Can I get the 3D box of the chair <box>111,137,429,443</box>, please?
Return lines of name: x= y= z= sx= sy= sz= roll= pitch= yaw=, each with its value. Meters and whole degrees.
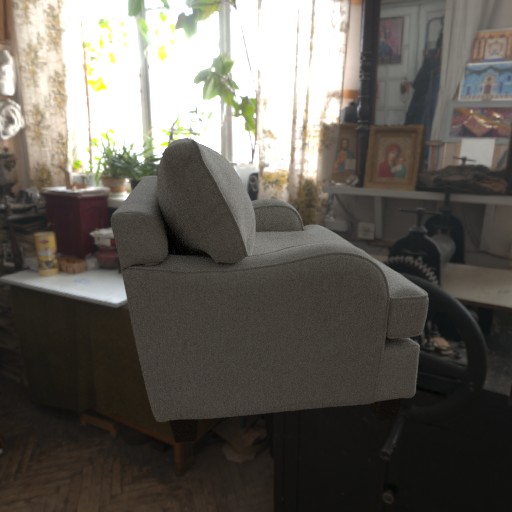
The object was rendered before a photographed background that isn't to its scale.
chair: x=0.000 y=0.000 z=1.975 sx=1.041 sy=1.016 sz=1.220 roll=-3 pitch=16 yaw=-9
